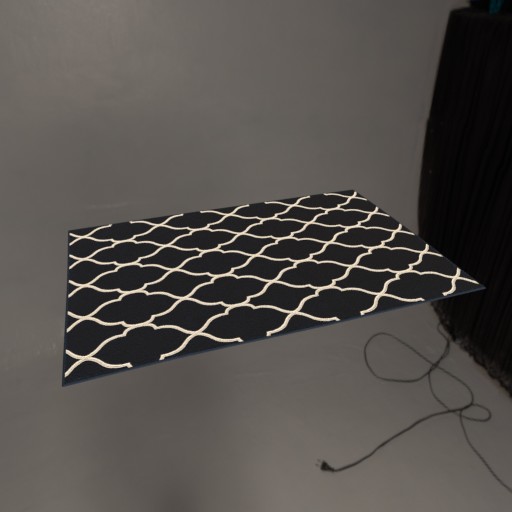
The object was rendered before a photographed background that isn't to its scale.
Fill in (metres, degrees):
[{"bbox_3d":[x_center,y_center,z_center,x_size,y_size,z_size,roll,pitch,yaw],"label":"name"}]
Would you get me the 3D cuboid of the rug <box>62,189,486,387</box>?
[{"bbox_3d":[0.000,0.000,2.845,2.294,0.014,1.528,-10,33,-16],"label":"rug"}]
